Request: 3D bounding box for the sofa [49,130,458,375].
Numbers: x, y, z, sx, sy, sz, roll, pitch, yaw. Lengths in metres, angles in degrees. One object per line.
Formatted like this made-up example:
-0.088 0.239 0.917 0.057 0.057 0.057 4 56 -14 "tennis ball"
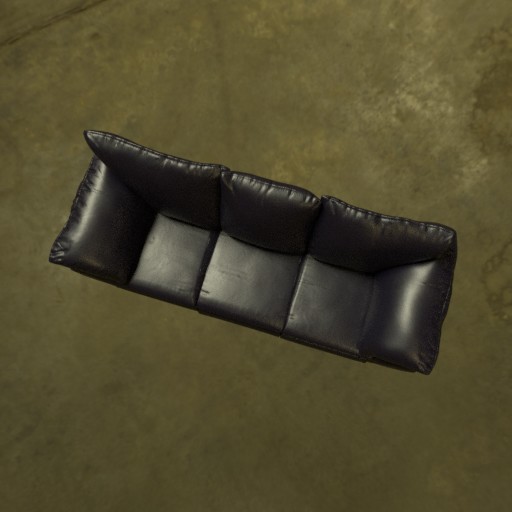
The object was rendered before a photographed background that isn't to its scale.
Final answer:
0.000 0.000 2.846 2.336 1.073 0.880 16 76 4 "sofa"
